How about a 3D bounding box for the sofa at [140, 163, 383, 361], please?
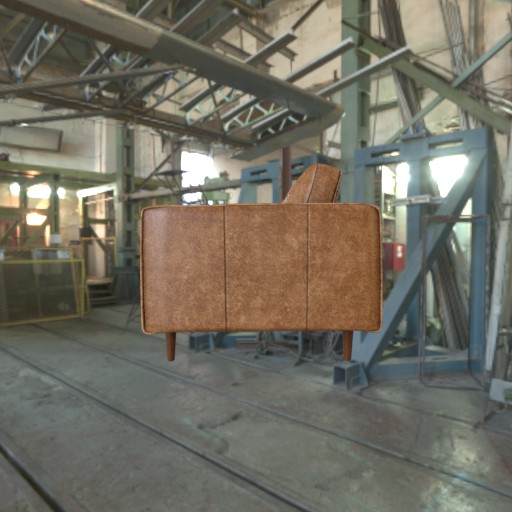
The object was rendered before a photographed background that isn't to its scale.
[{"bbox_3d":[0.000,0.000,2.638,0.886,0.779,2.199,0,1,0],"label":"sofa"}]
